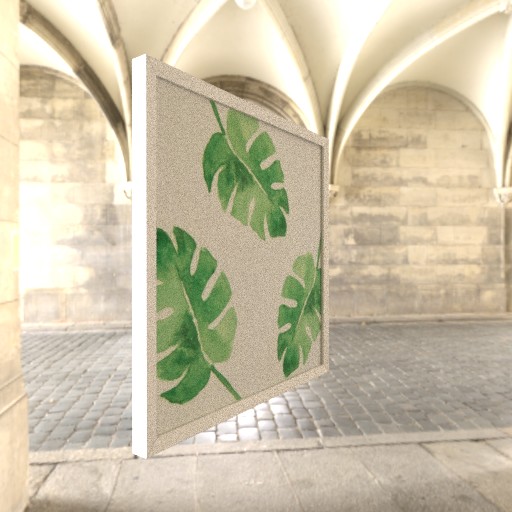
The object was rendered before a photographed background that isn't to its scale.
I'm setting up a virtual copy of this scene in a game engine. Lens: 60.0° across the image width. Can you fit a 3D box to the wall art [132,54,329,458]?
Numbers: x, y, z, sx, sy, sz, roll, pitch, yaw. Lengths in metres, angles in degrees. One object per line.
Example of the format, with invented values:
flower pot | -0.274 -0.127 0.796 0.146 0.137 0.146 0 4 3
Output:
wall art | 0.000 0.000 1.154 0.040 0.762 0.762 0 0 36
